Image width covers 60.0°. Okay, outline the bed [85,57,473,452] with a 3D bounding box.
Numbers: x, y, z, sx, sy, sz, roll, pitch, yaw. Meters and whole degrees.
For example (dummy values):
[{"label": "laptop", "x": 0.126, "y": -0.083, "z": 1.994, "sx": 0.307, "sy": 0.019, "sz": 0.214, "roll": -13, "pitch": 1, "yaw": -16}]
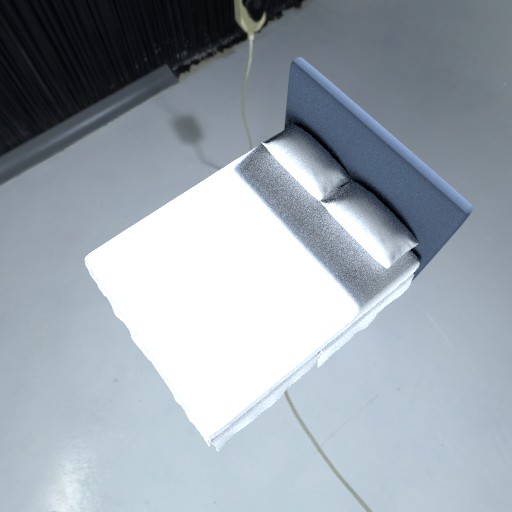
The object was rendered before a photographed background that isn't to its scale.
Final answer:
[{"label": "bed", "x": 0.000, "y": 0.000, "z": 3.269, "sx": 2.162, "sy": 1.330, "sz": 1.713, "roll": -36, "pitch": 70, "yaw": -15}]
